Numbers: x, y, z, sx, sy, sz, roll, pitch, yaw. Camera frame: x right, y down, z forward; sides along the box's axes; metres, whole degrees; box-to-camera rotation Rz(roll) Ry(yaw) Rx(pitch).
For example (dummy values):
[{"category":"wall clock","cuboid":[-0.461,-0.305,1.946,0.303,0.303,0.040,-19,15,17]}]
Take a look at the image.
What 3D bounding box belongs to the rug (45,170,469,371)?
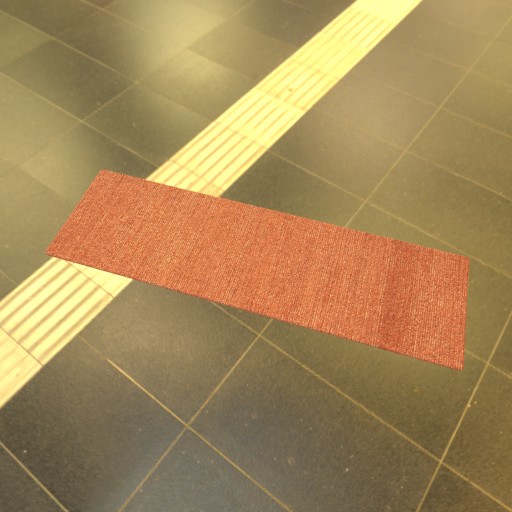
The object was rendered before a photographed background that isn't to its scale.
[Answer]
[{"category":"rug","cuboid":[0.000,0.000,2.506,2.307,0.012,0.687,15,58,9]}]
